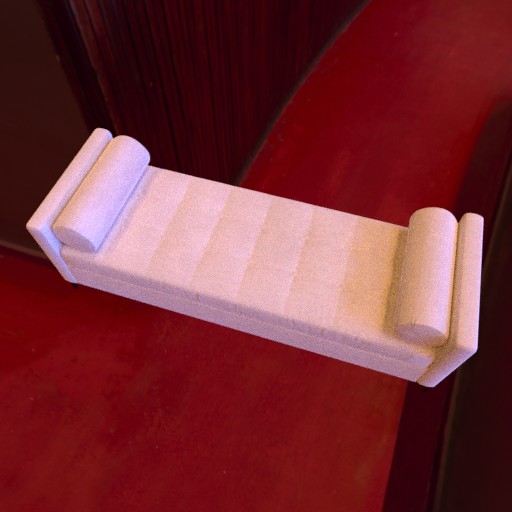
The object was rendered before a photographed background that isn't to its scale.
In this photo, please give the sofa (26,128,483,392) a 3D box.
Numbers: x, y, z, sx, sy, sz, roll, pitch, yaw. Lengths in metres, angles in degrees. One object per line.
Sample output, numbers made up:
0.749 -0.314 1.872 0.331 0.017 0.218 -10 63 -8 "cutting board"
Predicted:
0.000 0.000 2.266 1.981 0.635 0.686 15 59 9 "sofa"
